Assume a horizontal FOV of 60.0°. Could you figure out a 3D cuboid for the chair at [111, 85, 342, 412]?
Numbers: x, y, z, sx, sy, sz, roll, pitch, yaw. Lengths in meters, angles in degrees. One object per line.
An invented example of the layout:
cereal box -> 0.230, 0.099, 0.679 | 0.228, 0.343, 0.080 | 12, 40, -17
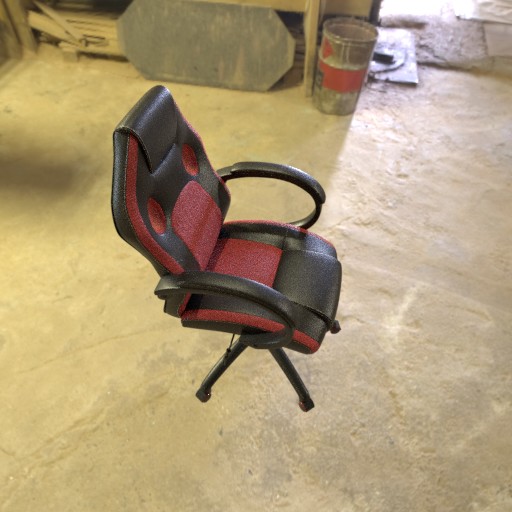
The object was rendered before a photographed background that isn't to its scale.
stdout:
chair -> 0.000, 0.000, 1.709 | 0.783, 1.189, 0.750 | 10, 48, 9
